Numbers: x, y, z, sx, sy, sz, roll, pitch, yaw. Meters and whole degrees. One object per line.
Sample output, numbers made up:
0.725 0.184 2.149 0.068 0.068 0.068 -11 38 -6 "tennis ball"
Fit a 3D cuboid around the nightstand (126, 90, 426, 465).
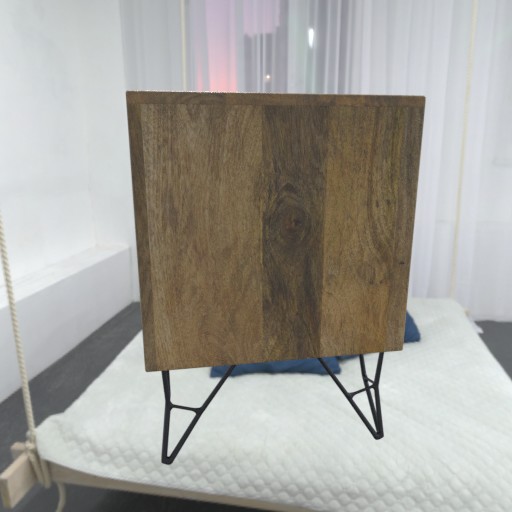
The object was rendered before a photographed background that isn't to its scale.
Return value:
0.000 0.000 0.868 0.406 0.559 0.457 -3 15 -10 "nightstand"
